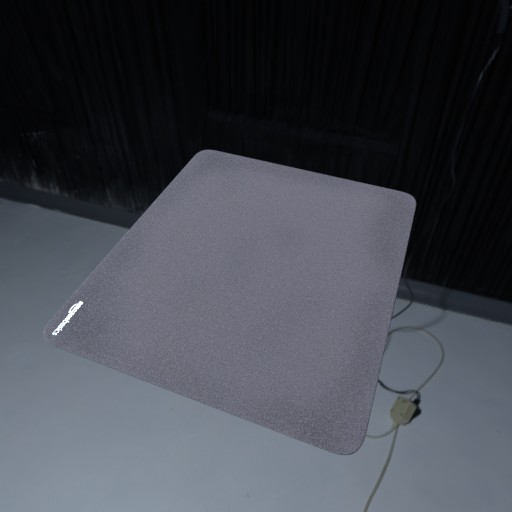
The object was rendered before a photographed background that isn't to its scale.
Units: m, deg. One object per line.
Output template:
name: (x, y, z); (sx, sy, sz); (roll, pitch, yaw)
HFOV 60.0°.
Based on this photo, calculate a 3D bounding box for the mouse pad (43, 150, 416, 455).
mouse pad: (0.000, 0.000, 0.627); (0.393, 0.002, 0.451); (16, 48, 15)
